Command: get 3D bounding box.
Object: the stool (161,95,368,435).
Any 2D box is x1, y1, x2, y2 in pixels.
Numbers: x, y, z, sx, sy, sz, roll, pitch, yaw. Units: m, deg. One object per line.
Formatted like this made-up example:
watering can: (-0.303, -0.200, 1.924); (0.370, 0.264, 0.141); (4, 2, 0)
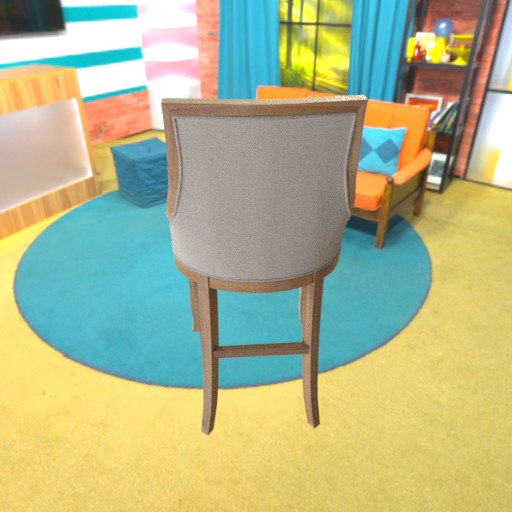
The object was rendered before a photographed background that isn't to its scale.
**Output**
stool: (0.000, 0.000, 1.447); (0.524, 1.101, 0.626); (-2, 31, -4)
